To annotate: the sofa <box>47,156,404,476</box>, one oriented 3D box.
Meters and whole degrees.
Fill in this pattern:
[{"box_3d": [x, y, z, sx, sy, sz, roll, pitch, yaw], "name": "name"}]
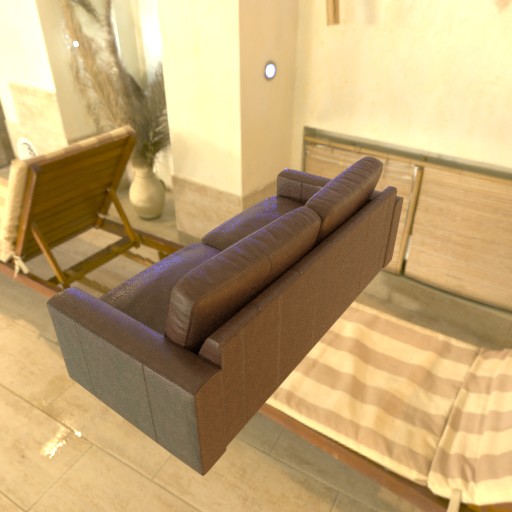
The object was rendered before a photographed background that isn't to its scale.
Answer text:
[{"box_3d": [0.000, 0.000, 2.703, 1.016, 0.873, 2.179, 21, 38, 30], "name": "sofa"}]
